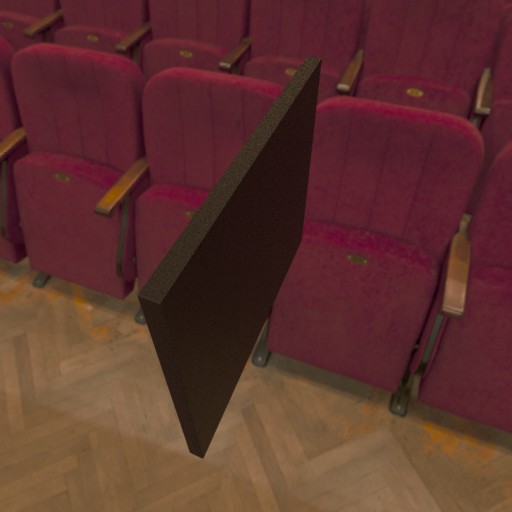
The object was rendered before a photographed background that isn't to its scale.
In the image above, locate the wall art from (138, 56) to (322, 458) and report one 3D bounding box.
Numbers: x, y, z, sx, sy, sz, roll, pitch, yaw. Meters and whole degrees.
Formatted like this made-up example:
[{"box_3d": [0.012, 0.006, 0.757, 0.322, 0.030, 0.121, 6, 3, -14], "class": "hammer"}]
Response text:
[{"box_3d": [0.000, 0.000, 0.766, 0.031, 0.457, 0.558, 16, 50, 14], "class": "wall art"}]
